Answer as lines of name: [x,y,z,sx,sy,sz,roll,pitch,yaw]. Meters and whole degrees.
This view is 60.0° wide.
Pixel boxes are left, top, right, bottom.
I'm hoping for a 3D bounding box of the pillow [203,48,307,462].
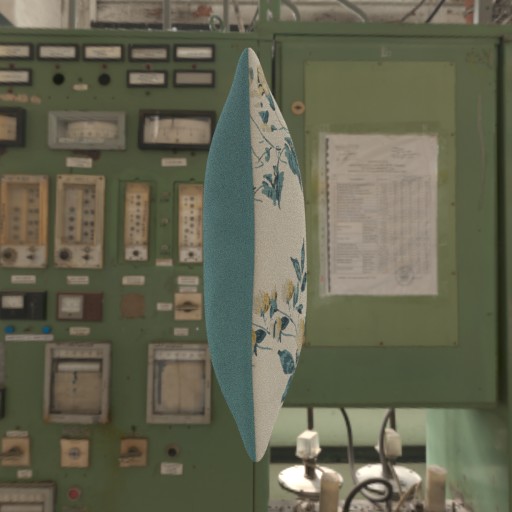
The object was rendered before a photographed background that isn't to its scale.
pillow: [0.000,0.000,0.797,0.166,0.507,0.526,0,-1,1]
